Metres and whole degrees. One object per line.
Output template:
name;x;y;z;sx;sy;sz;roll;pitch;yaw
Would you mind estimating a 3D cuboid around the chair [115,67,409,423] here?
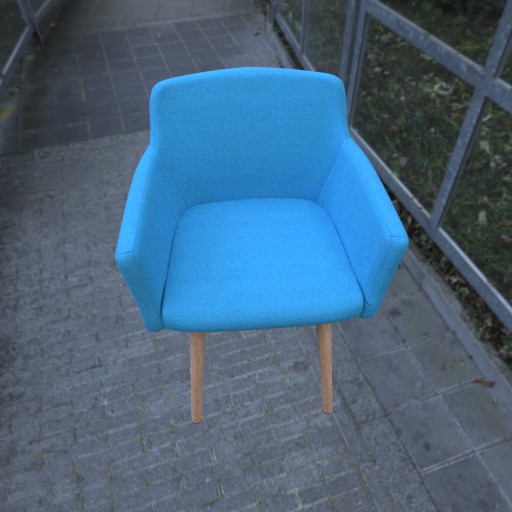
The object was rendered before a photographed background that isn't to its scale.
chair;0.000;0.000;1.166;0.570;0.780;0.540;-3;46;-3
